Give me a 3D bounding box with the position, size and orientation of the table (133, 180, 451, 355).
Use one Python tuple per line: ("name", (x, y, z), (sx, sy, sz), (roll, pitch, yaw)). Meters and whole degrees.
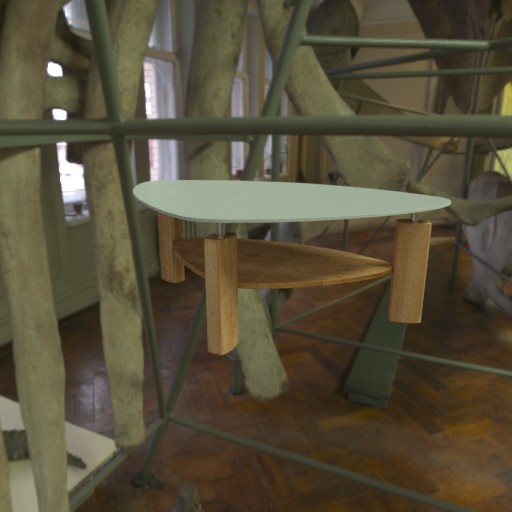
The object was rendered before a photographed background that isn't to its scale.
("table", (0.000, 0.000, 1.622), (1.250, 0.440, 0.850), (8, 18, 25))
